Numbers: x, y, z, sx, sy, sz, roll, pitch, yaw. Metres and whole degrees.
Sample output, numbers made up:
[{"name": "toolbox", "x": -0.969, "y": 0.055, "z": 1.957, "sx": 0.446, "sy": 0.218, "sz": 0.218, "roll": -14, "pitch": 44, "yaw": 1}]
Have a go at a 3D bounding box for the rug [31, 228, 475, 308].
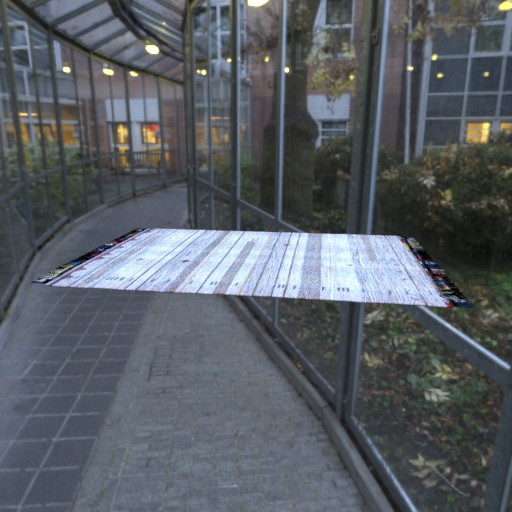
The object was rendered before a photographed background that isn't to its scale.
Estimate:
[{"name": "rug", "x": 0.000, "y": 0.000, "z": 2.350, "sx": 1.848, "sy": 0.012, "sz": 1.217, "roll": 2, "pitch": 15, "yaw": 8}]
